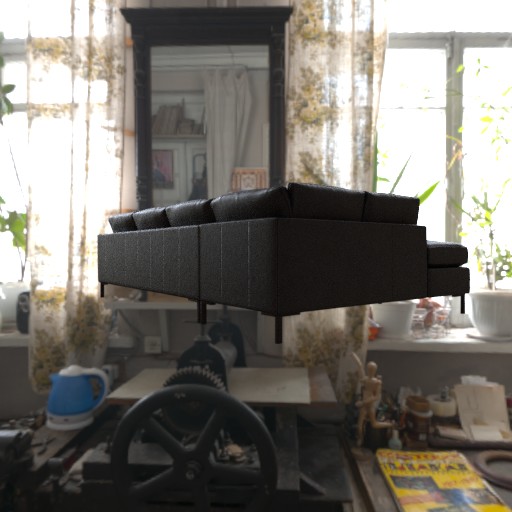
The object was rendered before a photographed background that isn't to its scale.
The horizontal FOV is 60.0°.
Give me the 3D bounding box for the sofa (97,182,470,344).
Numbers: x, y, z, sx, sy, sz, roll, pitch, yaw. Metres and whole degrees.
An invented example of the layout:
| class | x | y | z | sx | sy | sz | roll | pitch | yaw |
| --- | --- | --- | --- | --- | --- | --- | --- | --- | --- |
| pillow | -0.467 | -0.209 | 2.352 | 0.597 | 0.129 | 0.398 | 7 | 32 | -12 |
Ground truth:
| class | x | y | z | sx | sy | sz | roll | pitch | yaw |
| --- | --- | --- | --- | --- | --- | --- | --- | --- | --- |
| sofa | 0.000 | 0.000 | 4.034 | 1.938 | 0.877 | 2.984 | -1 | 1 | -37 |
